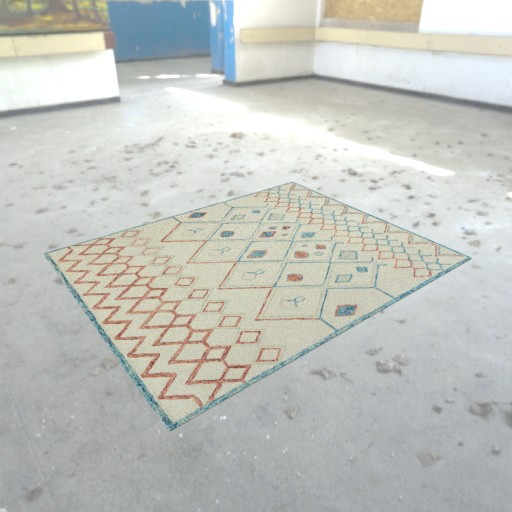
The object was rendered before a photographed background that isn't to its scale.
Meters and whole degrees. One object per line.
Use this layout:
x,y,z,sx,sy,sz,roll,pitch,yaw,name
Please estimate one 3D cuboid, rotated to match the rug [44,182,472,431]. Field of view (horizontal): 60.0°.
0.000,0.000,4.030,3.050,0.016,2.441,-21,36,-32,rug
